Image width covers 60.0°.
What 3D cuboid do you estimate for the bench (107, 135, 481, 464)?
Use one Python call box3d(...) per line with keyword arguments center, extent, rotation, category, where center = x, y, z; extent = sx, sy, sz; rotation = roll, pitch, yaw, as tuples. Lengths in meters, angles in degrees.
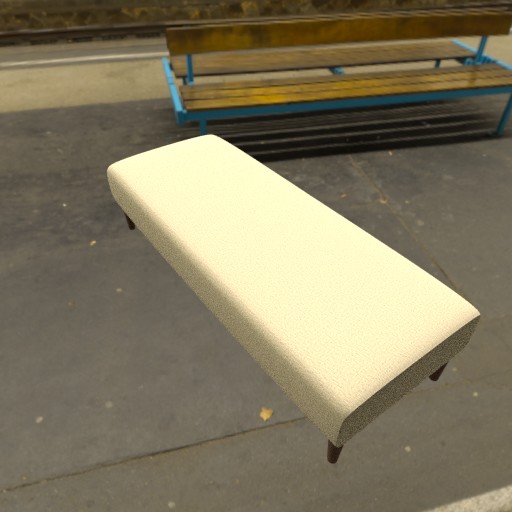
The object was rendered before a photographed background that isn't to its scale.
box3d(center=(0.000, 0.000, 1.853), extent=(0.646, 0.393, 1.609), rotation=(-25, 46, -27), category="bench")
